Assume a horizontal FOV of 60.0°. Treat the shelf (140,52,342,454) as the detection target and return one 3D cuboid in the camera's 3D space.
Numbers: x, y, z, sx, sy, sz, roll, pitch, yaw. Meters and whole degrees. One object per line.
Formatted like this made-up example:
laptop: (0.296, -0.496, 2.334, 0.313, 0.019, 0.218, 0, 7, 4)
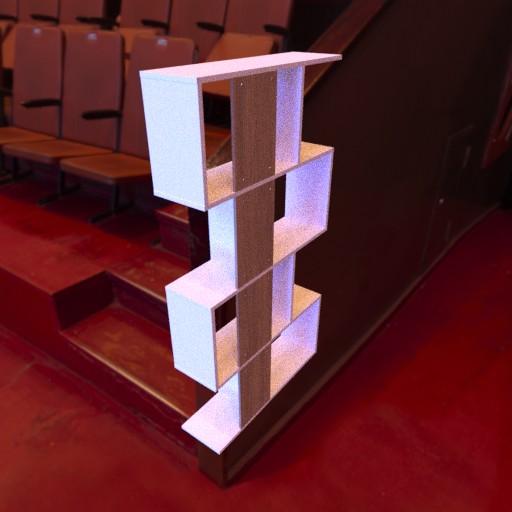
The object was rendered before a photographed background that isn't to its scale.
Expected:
shelf: (0.000, 0.000, 2.047, 0.250, 1.650, 0.890, 20, 35, 32)
